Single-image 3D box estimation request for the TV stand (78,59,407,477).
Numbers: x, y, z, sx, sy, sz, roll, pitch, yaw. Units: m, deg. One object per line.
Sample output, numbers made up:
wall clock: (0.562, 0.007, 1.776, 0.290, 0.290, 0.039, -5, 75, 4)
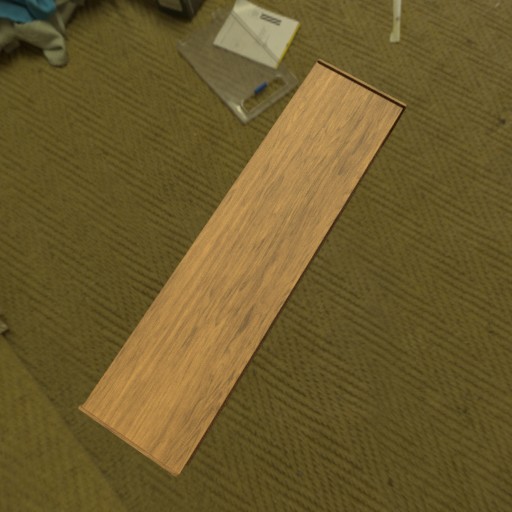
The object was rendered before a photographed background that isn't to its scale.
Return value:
TV stand: (0.000, 0.000, 2.018, 0.467, 0.415, 1.796, 31, 78, 7)
